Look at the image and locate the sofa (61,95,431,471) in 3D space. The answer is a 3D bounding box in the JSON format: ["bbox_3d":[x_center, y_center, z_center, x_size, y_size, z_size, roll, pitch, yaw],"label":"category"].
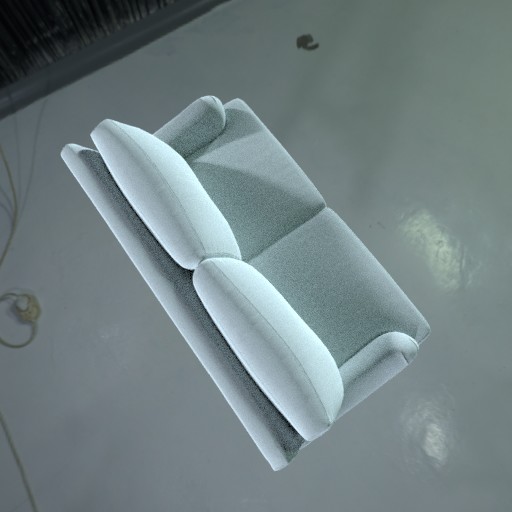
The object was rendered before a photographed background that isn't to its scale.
[{"bbox_3d":[0.000,0.000,2.475,1.084,1.101,1.853,-35,77,-9],"label":"sofa"}]
